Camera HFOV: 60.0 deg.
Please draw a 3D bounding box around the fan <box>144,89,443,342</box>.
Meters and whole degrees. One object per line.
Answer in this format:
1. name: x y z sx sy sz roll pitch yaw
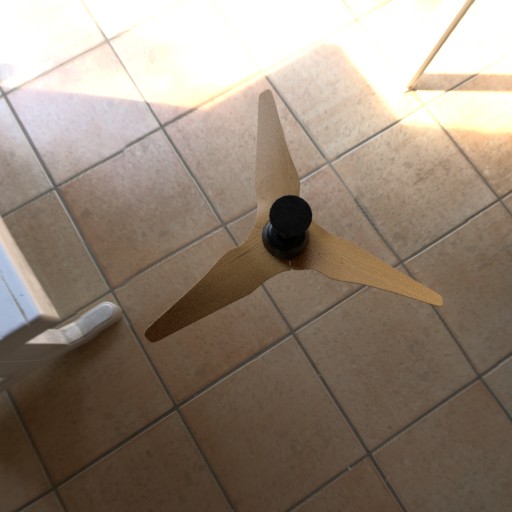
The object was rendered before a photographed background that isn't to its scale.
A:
1. fan: 0.000 0.000 1.626 1.010 0.355 1.142 -37 80 -8
